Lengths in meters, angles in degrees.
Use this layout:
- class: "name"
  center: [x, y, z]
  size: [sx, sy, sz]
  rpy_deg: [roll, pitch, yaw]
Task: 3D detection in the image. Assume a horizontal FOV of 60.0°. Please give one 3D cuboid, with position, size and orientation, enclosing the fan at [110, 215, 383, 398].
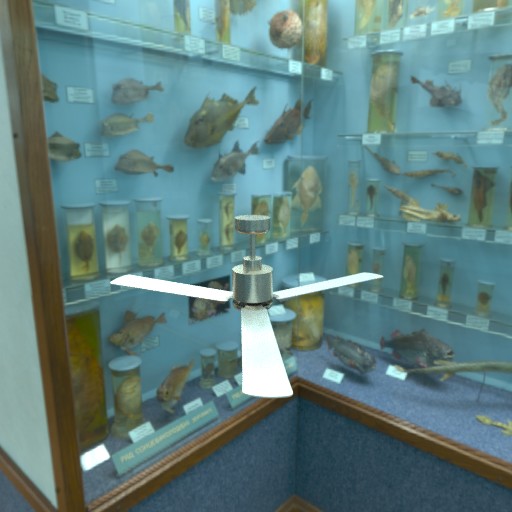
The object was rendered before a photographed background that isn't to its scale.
- class: "fan"
  center: [0.000, 0.000, 2.316]
  size: [1.561, 0.446, 1.531]
  rpy_deg: [12, 18, 42]
